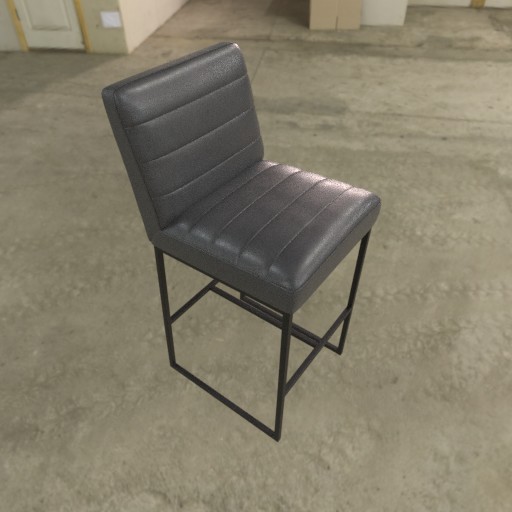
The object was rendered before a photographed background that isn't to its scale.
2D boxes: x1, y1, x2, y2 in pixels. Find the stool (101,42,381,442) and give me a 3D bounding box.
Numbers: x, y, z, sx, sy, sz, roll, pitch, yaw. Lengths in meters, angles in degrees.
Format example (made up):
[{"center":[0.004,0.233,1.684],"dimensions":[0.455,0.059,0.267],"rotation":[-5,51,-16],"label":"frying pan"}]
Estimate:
[{"center":[0.000,0.000,1.332],"dimensions":[0.552,1.040,0.457],"rotation":[26,48,26],"label":"stool"}]
